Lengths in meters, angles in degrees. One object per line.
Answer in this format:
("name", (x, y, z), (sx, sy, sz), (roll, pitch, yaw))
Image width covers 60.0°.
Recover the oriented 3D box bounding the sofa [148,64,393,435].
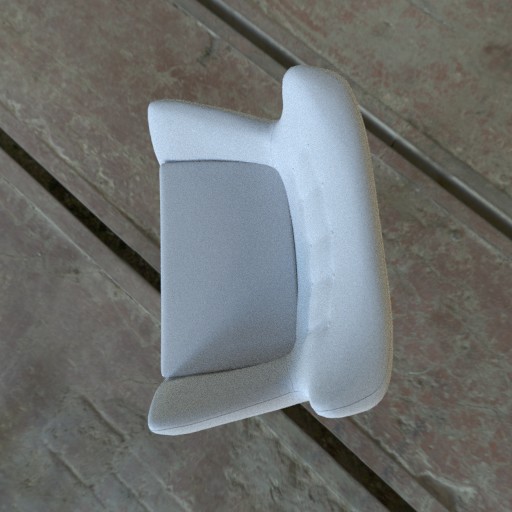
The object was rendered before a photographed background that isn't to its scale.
("sofa", (0.000, 0.000, 1.987), (0.921, 0.878, 1.424), (-3, 76, -1))
